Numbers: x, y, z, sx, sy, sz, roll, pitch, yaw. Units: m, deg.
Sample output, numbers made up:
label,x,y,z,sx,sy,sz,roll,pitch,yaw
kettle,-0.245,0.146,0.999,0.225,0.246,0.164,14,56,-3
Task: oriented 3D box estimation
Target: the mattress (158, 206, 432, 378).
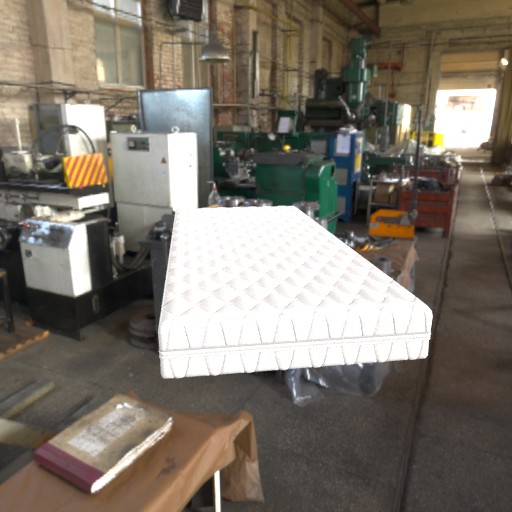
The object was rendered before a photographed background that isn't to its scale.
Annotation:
label,x,y,z,sx,sy,sz,roll,pitch,yaw
mattress,0.000,0.000,2.368,0.900,0.200,2.000,-2,16,-8
